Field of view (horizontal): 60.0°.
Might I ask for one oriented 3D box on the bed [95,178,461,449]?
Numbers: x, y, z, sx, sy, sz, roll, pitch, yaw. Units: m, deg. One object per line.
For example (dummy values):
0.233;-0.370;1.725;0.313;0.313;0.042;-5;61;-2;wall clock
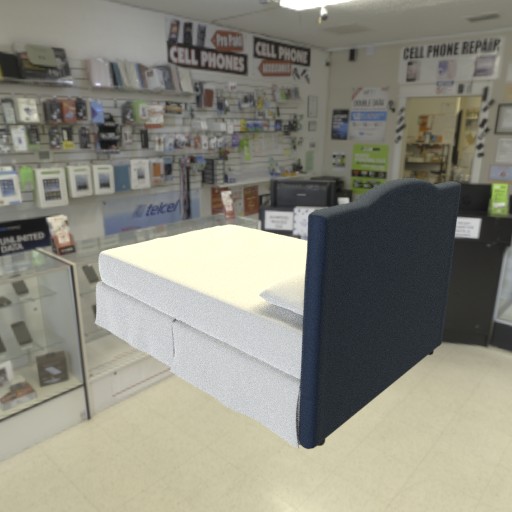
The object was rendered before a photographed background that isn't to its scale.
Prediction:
0.000;0.000;3.630;2.507;1.441;1.741;15;22;42;bed
